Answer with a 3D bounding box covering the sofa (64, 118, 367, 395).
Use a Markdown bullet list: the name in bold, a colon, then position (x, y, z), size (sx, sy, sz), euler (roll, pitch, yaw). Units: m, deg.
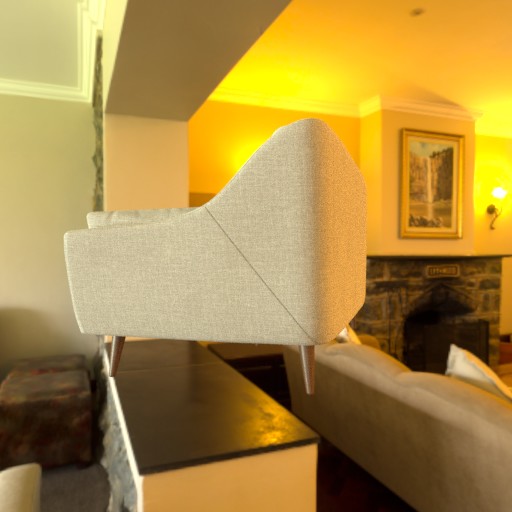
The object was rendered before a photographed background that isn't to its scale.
- **sofa**: position (0.000, 0.000, 2.182), size (0.965, 0.888, 1.652), euler (0, 1, 19)
